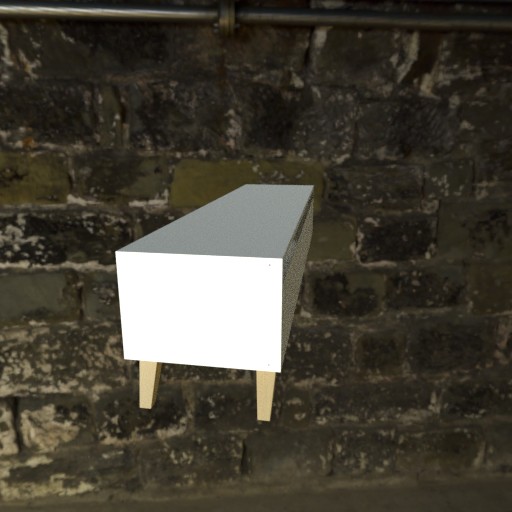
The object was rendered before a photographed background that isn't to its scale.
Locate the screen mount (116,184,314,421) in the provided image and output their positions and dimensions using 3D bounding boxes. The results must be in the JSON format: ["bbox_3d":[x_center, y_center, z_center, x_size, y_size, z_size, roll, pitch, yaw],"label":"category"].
[{"bbox_3d":[0.000,0.000,1.860,0.399,0.432,1.644,2,15,9],"label":"screen mount"}]
